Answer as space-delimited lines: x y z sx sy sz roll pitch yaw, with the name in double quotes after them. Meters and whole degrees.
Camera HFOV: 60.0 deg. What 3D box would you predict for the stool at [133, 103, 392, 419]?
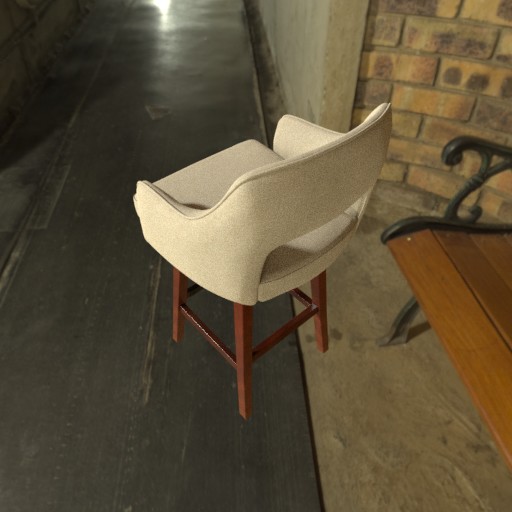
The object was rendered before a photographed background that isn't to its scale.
0.000 0.000 1.345 0.550 1.041 0.560 -32 54 -28 "stool"
